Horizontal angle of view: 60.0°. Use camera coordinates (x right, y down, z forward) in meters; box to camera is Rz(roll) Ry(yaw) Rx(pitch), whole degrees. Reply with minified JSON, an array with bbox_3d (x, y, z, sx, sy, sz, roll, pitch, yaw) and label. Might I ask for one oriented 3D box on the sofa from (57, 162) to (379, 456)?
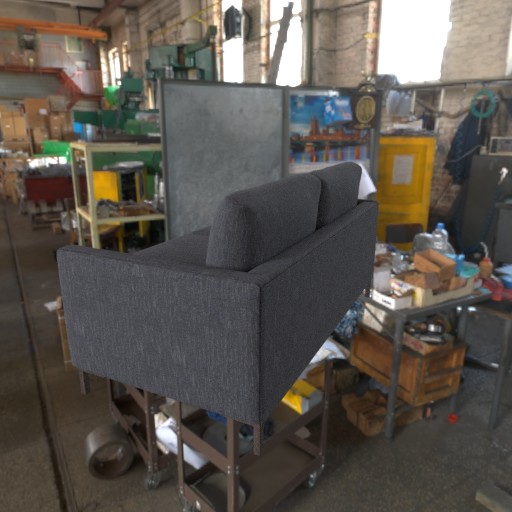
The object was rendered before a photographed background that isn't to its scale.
[{"bbox_3d":[0.000,0.000,2.239,0.866,0.862,1.716,8,18,25],"label":"sofa"}]
